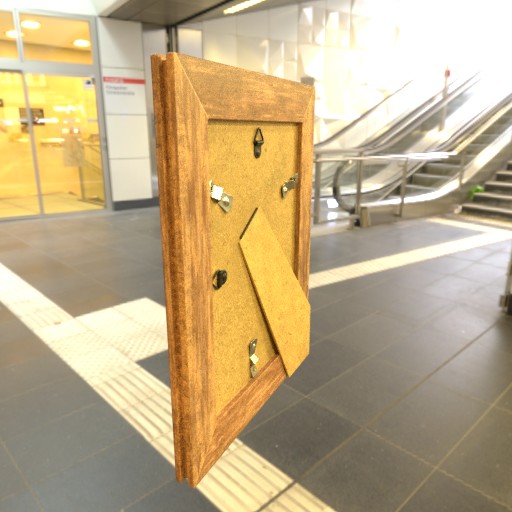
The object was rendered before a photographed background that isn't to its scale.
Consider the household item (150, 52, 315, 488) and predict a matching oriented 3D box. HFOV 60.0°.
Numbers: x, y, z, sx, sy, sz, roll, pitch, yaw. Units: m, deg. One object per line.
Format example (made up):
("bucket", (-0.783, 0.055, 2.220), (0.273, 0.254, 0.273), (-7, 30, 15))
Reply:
("household item", (0.000, 0.000, 0.311), (0.018, 0.237, 0.186), (8, 18, 26))
